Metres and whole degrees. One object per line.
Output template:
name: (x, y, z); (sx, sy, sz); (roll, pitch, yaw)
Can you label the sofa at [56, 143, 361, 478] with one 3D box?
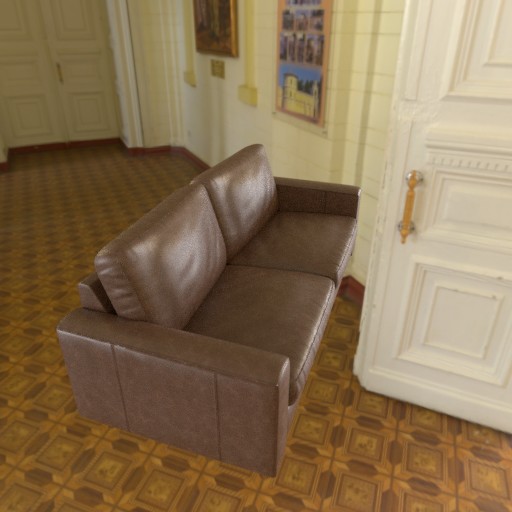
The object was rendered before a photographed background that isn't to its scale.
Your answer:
sofa: (0.000, 0.000, 2.654); (1.016, 0.873, 2.179); (10, 30, 17)
